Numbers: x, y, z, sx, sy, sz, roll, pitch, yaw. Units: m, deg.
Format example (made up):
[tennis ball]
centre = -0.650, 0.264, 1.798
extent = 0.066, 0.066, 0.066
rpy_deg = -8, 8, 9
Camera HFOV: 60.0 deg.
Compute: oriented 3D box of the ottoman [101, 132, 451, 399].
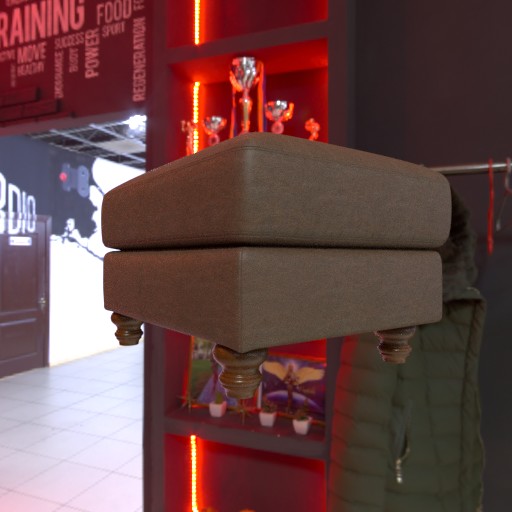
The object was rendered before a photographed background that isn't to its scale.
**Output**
[ottoman]
centre = 0.000, 0.000, 1.180
extent = 0.635, 0.508, 0.787
rpy_deg = 0, 0, -36
